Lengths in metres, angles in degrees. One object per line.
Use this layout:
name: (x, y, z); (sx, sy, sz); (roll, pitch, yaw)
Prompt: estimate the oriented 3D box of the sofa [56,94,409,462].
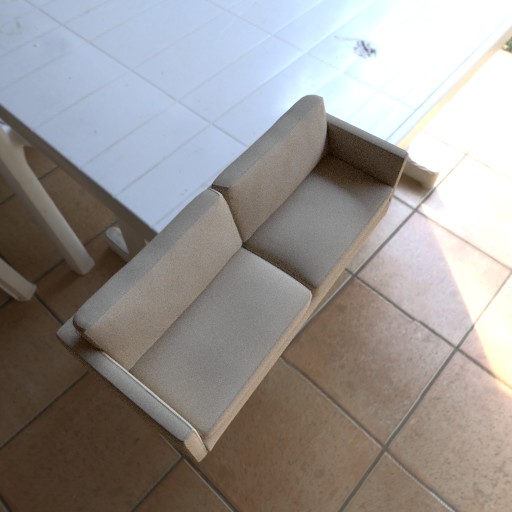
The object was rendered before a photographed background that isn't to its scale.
sofa: (0.000, 0.000, 2.916); (0.951, 0.968, 2.361); (32, 63, 19)
